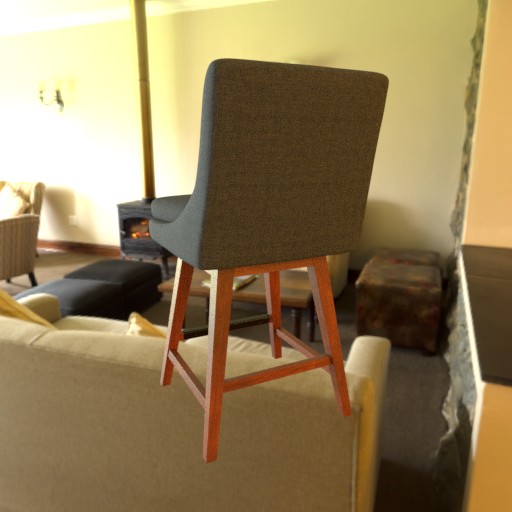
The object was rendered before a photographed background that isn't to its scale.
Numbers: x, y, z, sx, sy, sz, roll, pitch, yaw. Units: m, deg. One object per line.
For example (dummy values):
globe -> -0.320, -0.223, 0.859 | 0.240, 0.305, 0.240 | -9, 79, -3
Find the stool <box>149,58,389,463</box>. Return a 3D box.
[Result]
stool -> 0.000, 0.000, 1.201 | 0.467, 0.895, 0.524 | -7, 16, -26
